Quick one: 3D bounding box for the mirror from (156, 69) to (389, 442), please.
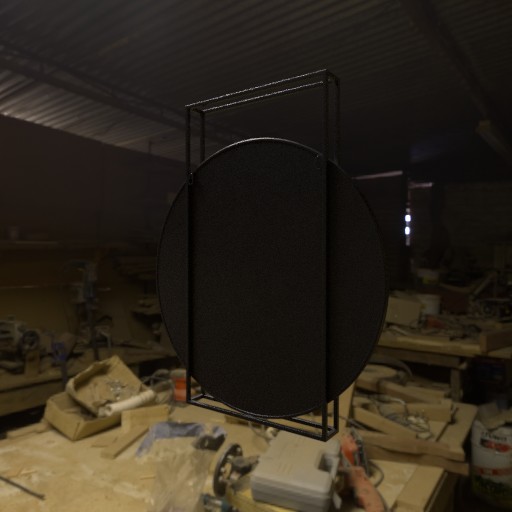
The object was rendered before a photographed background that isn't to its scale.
[{"bbox_3d":[0.000,0.000,0.828,0.508,0.603,0.051,1,1,36],"label":"mirror"}]
